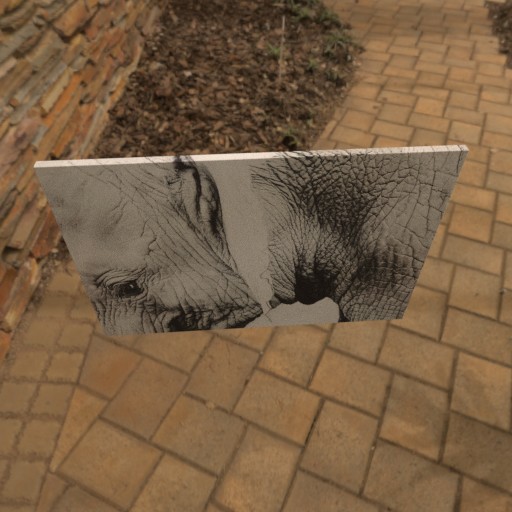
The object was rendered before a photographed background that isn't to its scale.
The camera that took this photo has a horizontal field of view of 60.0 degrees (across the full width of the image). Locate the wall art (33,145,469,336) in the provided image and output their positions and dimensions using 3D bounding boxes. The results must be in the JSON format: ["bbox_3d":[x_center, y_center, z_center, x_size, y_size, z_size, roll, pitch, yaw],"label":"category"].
[{"bbox_3d":[0.000,0.000,1.152,0.914,0.607,0.023,-3,46,-3],"label":"wall art"}]
